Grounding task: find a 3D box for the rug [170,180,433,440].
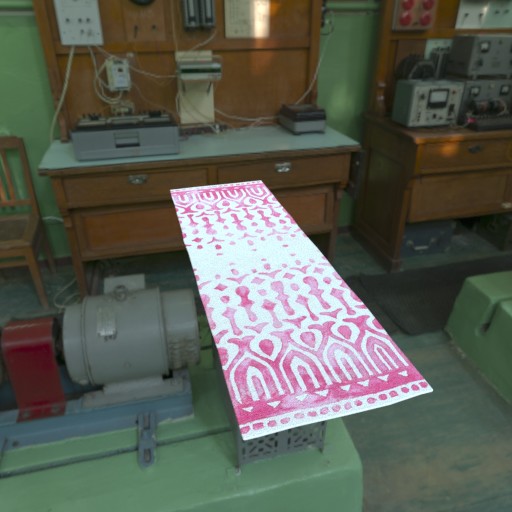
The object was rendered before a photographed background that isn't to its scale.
[{"bbox_3d":[0.000,0.000,2.659,0.787,0.011,2.458,-8,31,-13],"label":"rug"}]
